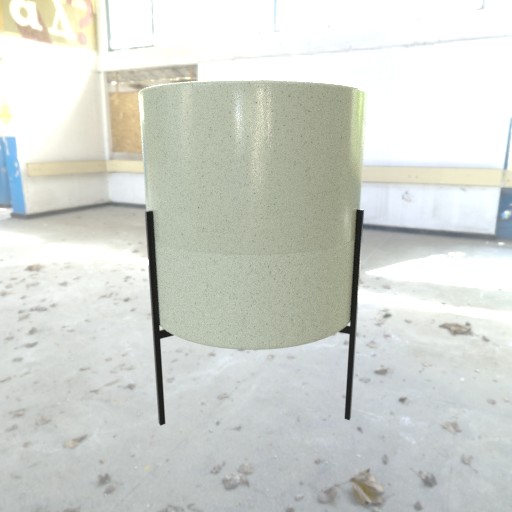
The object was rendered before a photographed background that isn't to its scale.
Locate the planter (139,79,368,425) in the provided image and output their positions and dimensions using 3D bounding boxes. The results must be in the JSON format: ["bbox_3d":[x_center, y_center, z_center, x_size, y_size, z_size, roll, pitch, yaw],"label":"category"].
[{"bbox_3d":[0.000,0.000,0.685,0.323,0.475,0.314,8,17,26],"label":"planter"}]
